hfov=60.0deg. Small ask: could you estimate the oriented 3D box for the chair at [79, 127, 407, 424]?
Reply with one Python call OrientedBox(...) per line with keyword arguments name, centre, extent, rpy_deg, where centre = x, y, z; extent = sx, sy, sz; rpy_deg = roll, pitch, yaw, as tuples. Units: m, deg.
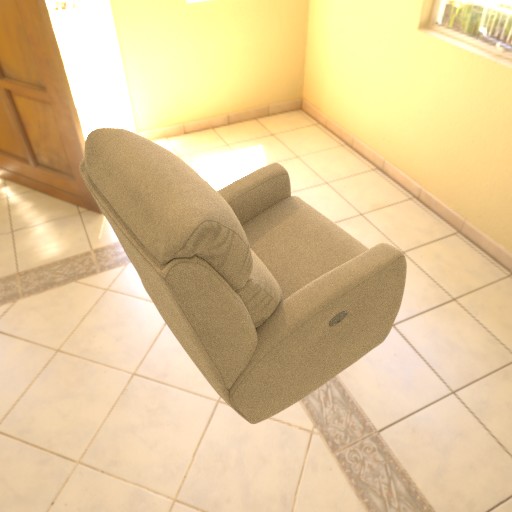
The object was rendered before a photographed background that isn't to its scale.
OrientedBox(name="chair", centre=(0.000, 0.000, 1.638), extent=(0.940, 1.021, 0.794), rpy_deg=(-26, 49, -25))
